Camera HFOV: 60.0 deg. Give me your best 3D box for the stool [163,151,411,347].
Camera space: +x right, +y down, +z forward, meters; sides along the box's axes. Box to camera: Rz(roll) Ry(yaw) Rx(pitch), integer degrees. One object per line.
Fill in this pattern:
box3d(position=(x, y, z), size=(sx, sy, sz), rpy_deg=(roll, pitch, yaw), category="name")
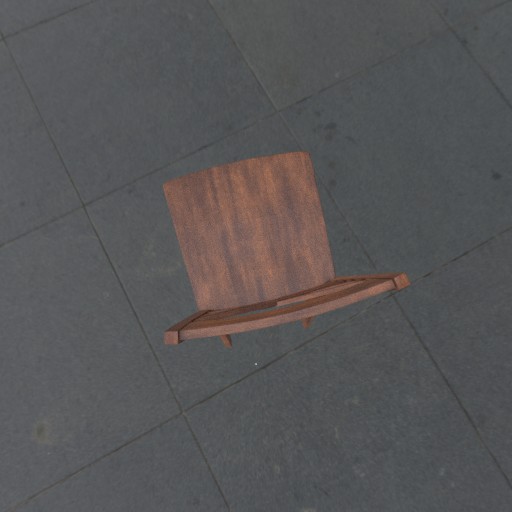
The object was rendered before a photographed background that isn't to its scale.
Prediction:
box3d(position=(0.000, 0.000, 1.326), size=(0.426, 1.098, 0.504), rpy_deg=(-13, 77, -3), category="stool")
